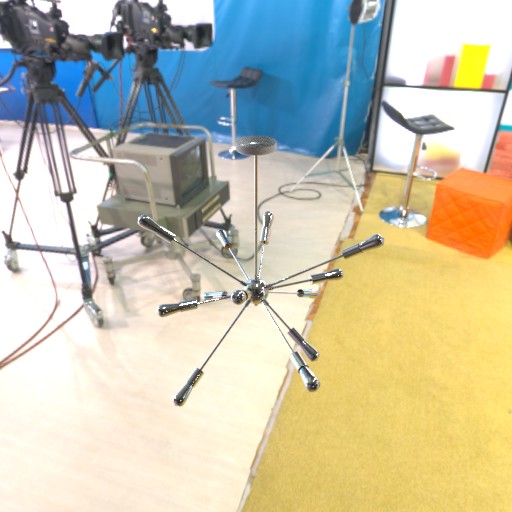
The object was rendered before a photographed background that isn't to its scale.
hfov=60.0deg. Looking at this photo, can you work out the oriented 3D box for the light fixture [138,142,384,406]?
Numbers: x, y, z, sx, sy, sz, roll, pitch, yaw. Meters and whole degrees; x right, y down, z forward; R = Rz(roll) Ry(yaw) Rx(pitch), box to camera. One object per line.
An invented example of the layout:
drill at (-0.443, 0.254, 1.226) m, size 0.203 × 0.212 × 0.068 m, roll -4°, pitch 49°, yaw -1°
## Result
light fixture at (0.000, 0.000, 1.070) m, size 0.509 × 0.558 × 0.684 m, roll -10°, pitch 33°, yaw -17°
